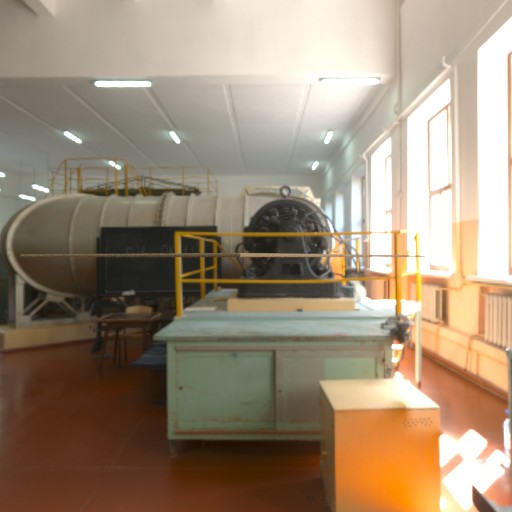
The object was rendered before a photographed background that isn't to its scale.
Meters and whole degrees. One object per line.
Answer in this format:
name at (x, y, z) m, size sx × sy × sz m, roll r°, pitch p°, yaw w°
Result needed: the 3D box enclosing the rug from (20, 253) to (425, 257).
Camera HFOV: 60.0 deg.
rug at (0.000, 0.000, 2.867) m, size 1.526 × 0.014 × 2.290 m, roll 0°, pitch 0°, yaw 36°
